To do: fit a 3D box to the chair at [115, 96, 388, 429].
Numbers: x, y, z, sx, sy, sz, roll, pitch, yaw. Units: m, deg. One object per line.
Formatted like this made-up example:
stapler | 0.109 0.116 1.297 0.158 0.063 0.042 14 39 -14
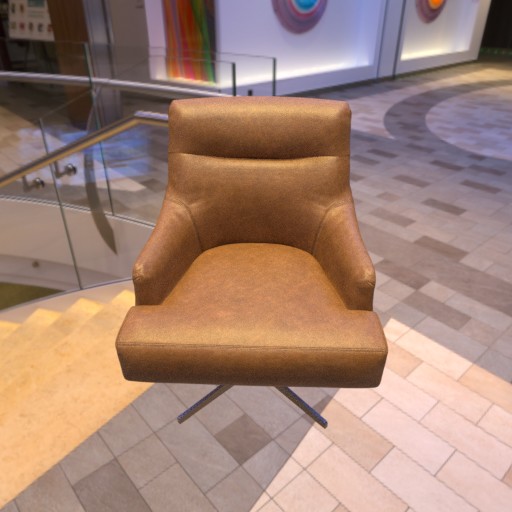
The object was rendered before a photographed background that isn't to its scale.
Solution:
chair | 0.000 0.000 1.486 0.729 0.869 0.874 1 31 2
